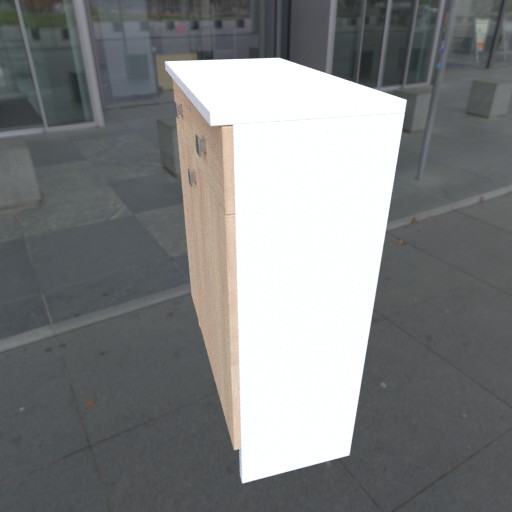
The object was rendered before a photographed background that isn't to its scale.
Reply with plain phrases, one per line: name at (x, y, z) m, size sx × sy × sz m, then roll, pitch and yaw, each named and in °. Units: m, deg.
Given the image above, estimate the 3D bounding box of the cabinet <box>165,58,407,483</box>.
cabinet at (0.000, 0.000, 1.073) m, size 0.296 × 0.815 × 0.600 m, roll -8°, pitch 31°, yaw -14°
